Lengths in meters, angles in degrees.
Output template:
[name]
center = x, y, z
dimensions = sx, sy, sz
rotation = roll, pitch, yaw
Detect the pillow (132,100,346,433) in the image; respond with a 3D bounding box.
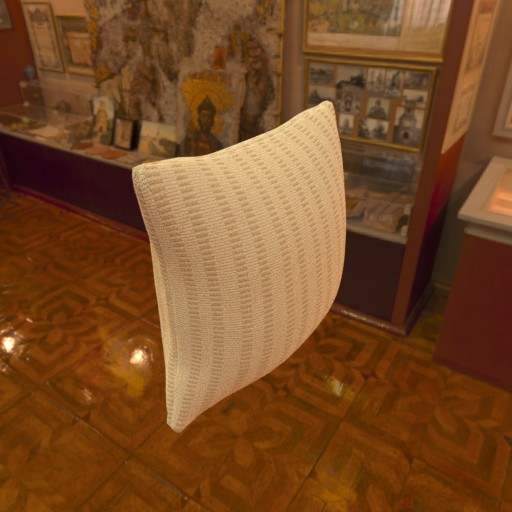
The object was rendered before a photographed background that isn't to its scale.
[pillow]
center = 0.000, 0.000, 0.719
dimensions = 0.247, 0.419, 0.438
rotation = 21, 36, 31
